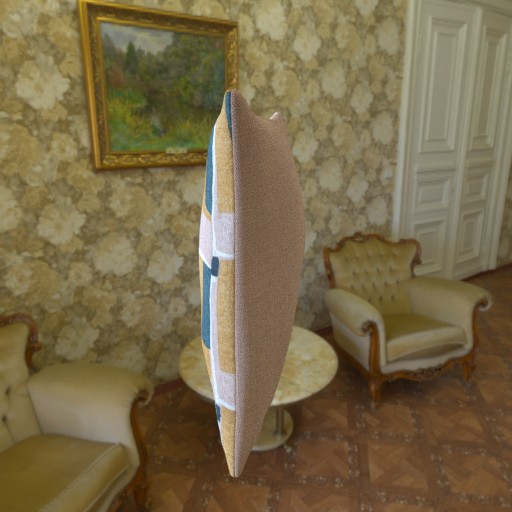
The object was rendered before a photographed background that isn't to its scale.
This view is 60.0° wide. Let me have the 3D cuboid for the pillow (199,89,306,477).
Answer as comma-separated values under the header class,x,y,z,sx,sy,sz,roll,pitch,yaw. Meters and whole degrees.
class,x,y,z,sx,sy,sz,roll,pitch,yaw
pillow,0.000,0.000,0.736,0.158,0.479,0.478,2,15,9
